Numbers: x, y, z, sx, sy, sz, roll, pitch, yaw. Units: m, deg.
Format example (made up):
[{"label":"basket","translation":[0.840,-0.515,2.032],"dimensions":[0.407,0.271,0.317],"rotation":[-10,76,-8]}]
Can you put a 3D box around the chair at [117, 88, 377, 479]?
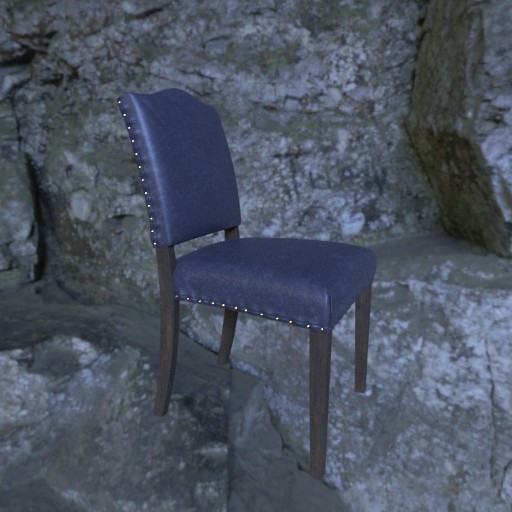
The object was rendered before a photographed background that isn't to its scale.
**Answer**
[{"label":"chair","translation":[0.000,0.000,1.345],"dimensions":[0.633,0.991,0.500],"rotation":[6,15,26]}]
